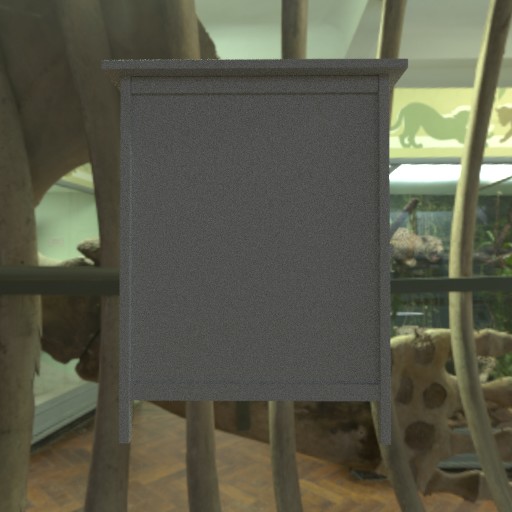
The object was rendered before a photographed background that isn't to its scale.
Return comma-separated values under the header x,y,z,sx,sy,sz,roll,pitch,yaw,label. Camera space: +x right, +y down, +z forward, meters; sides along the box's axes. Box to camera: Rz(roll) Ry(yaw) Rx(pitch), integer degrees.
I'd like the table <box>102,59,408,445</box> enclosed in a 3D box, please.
x,y,z,sx,sy,sz,roll,pitch,yaw,label
0.000,0.000,0.736,0.381,0.483,0.381,0,-1,1,table
